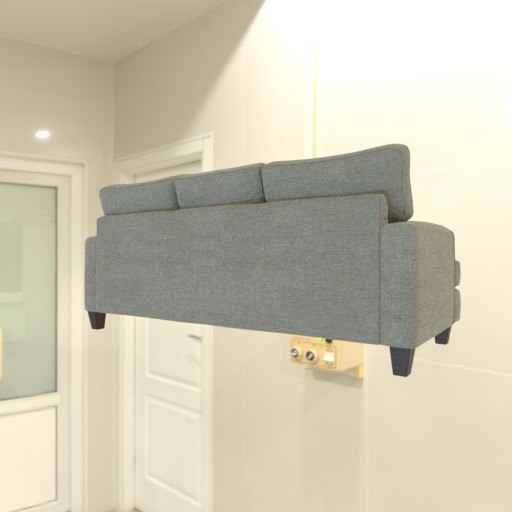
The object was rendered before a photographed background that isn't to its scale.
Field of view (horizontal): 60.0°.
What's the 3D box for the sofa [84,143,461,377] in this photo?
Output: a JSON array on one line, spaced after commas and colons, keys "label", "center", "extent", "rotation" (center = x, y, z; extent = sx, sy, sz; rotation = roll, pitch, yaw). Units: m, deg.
[{"label": "sofa", "center": [0.000, 0.000, 2.697], "extent": [2.158, 0.965, 0.951], "rotation": [0, 0, 35]}]
